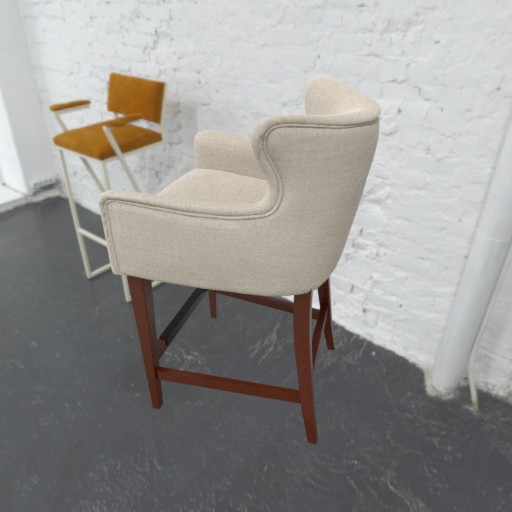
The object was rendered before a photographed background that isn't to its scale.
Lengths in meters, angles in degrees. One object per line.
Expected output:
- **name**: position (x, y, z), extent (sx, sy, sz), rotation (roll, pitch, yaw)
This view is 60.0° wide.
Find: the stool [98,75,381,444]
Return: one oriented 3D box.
- **stool**: position (0.000, 0.000, 1.382), extent (0.637, 0.987, 0.615), rotation (9, 32, 15)
